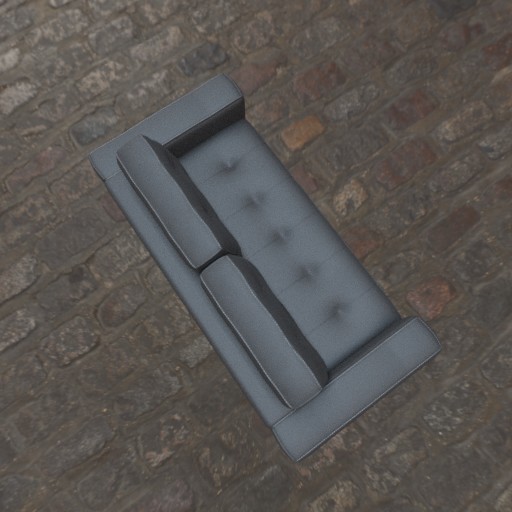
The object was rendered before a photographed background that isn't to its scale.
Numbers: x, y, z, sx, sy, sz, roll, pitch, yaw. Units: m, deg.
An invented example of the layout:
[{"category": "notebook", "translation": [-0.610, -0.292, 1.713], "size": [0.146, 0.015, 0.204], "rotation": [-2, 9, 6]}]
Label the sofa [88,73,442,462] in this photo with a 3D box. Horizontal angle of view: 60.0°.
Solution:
[{"category": "sofa", "translation": [0.000, 0.000, 2.203], "size": [0.833, 0.893, 1.726], "rotation": [-35, 78, -8]}]
